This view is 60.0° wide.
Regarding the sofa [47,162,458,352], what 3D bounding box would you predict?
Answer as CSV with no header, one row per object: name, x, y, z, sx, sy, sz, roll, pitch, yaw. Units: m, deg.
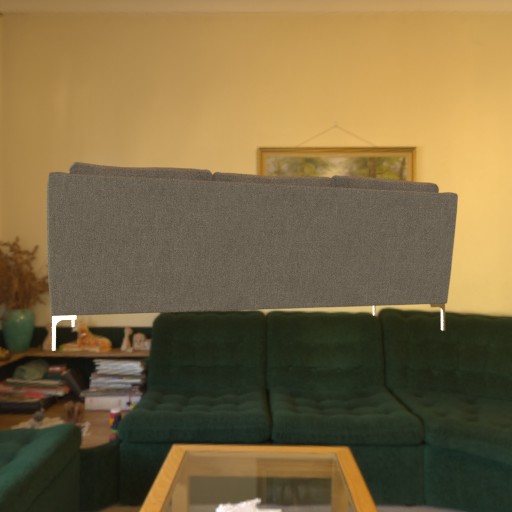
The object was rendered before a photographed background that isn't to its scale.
sofa,0.000,0.000,2.504,2.060,0.837,0.849,0,-1,-16
